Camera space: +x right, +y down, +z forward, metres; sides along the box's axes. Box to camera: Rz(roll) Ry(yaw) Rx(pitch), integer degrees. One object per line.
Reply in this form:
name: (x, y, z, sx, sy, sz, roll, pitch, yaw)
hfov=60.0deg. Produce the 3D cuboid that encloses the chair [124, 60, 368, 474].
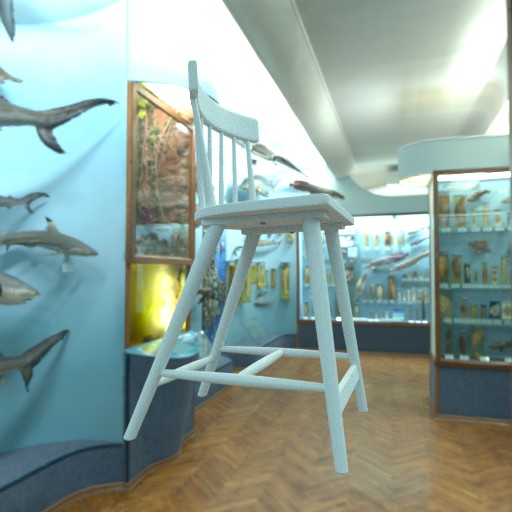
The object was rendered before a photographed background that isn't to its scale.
chair: (0.000, 0.000, 1.263, 0.572, 0.952, 0.483, -1, -2, 19)
